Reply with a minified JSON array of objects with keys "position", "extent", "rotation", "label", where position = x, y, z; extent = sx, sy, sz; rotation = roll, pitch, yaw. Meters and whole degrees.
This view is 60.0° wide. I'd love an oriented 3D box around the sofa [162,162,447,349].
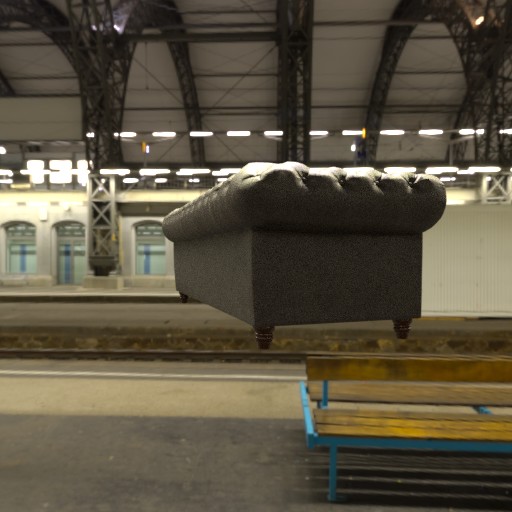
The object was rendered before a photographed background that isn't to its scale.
[{"position":[0.000,0.000,2.862],"extent":[0.944,0.783,2.385],"rotation":[0,0,-19],"label":"sofa"}]
